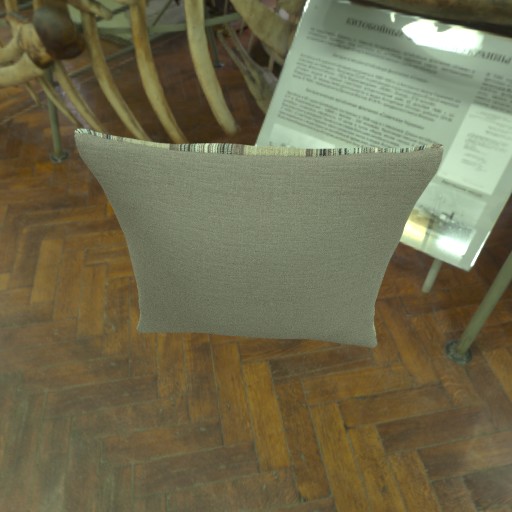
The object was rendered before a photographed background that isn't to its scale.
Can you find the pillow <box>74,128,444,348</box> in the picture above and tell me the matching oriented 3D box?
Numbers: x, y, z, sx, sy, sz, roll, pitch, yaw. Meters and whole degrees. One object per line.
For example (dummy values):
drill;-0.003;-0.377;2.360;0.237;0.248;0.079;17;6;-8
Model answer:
pillow;0.000;0.000;0.665;0.435;0.416;0.189;3;47;3
